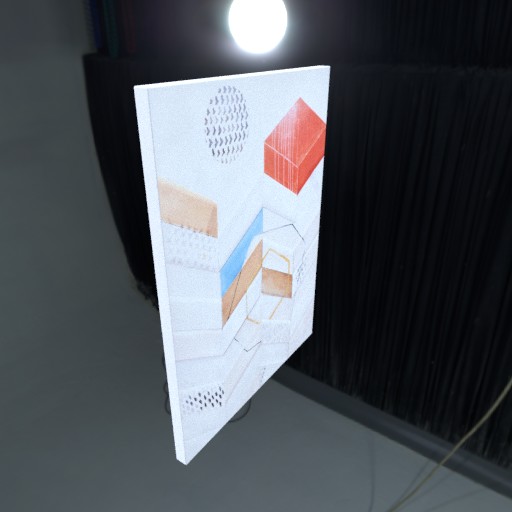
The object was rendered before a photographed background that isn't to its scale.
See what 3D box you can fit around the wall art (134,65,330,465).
[{"bbox_3d":[0.000,0.000,1.600,0.046,1.221,0.914,17,31,30],"label":"wall art"}]
